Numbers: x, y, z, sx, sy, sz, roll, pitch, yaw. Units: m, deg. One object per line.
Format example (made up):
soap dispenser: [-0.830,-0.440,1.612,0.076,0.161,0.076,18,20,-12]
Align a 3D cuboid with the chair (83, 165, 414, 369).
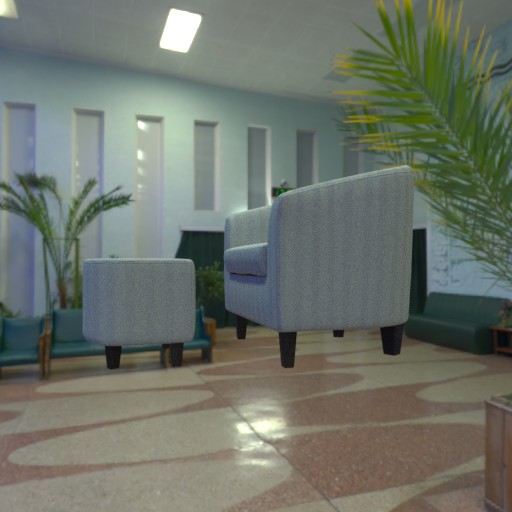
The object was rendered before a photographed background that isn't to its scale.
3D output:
chair: [0.000,0.000,1.769,1.288,0.757,0.756,0,-1,-17]
